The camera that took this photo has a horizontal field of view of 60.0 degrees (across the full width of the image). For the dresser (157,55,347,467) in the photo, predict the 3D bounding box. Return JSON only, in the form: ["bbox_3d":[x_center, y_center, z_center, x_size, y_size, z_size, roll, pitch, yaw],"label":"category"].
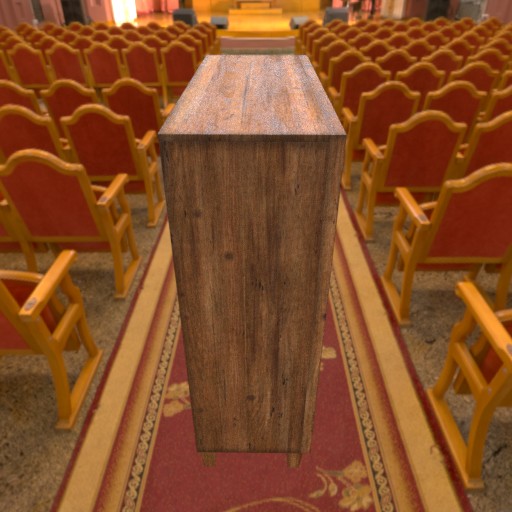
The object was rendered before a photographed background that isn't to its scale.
[{"bbox_3d":[0.000,0.000,1.825,0.438,1.359,1.067,0,33,1],"label":"dresser"}]
